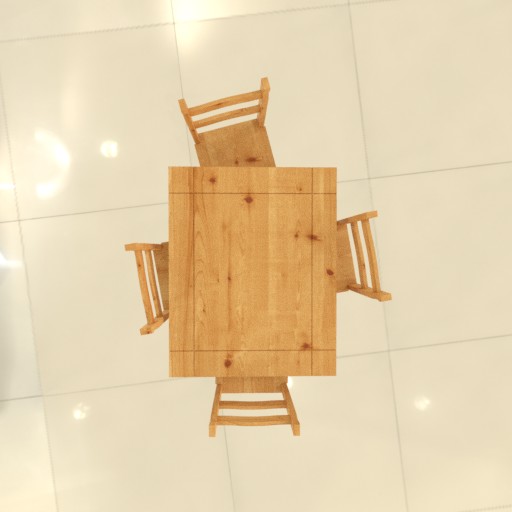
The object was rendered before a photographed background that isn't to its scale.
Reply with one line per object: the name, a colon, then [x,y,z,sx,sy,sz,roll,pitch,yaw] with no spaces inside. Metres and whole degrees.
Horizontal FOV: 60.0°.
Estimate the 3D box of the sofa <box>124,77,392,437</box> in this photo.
sofa: [0.000,0.000,2.361,1.144,1.000,1.529,0,91,-2]
